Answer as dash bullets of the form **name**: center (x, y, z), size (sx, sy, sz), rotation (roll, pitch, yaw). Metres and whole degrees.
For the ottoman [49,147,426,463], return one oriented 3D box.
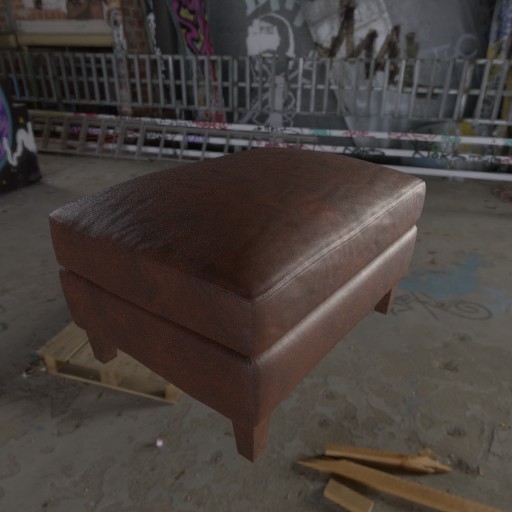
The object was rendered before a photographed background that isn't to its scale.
- **ottoman**: center (0.000, 0.000, 1.257), size (0.659, 0.527, 0.887), rotation (18, 31, 33)
